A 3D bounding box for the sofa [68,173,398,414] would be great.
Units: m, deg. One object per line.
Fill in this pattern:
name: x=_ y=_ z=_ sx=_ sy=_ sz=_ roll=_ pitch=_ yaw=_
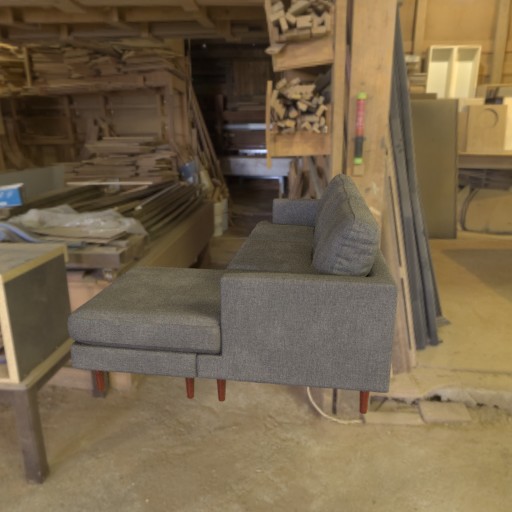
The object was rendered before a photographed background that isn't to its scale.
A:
sofa: x=0.000 y=0.000 z=3.025 sx=1.504 sy=0.956 sz=2.233 roll=2 pitch=16 yaw=8
